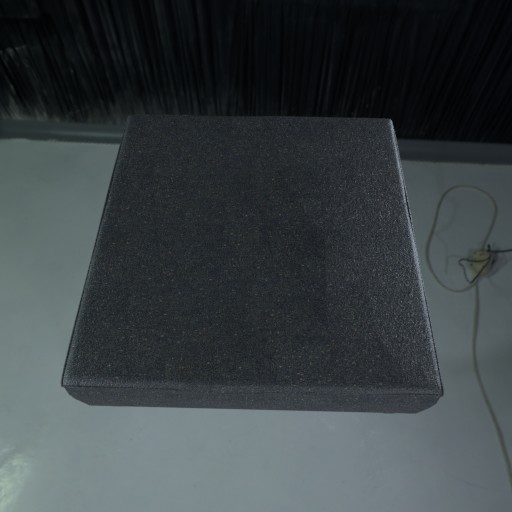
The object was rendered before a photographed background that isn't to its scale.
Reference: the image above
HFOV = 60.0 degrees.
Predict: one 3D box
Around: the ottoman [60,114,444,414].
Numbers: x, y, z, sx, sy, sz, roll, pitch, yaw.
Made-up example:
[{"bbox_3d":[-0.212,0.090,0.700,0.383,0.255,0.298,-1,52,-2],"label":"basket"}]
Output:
[{"bbox_3d":[0.000,0.000,1.501,0.968,0.382,1.004,1,59,1],"label":"ottoman"}]
